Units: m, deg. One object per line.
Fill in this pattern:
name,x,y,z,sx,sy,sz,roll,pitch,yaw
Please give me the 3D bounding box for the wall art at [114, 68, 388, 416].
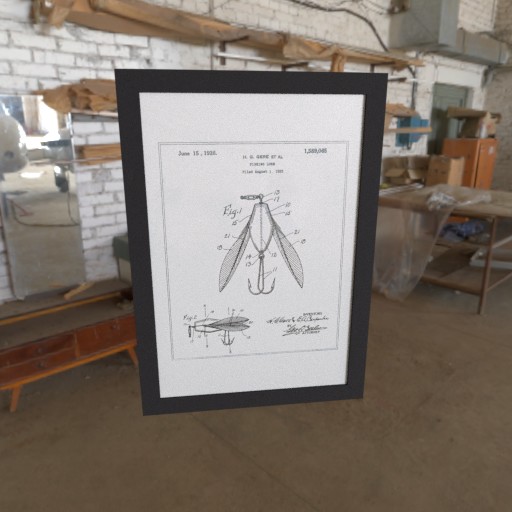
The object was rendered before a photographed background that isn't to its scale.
wall art,0.000,0.000,0.690,0.380,0.534,0.013,-2,16,-7
